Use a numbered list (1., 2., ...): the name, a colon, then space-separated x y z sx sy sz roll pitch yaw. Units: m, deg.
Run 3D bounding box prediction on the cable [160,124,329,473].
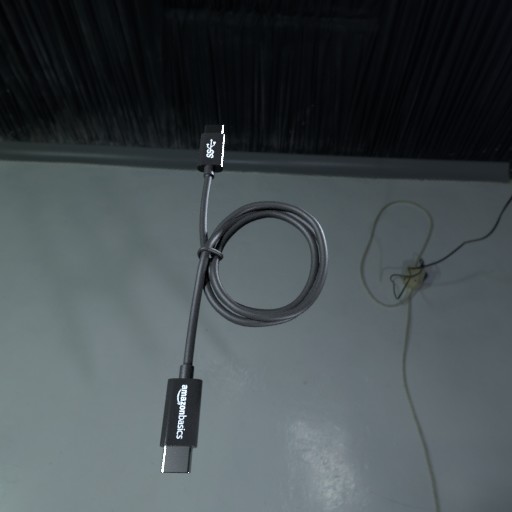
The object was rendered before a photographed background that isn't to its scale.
1. cable: 0.000 0.000 0.210 0.070 0.014 0.186 1 57 1
